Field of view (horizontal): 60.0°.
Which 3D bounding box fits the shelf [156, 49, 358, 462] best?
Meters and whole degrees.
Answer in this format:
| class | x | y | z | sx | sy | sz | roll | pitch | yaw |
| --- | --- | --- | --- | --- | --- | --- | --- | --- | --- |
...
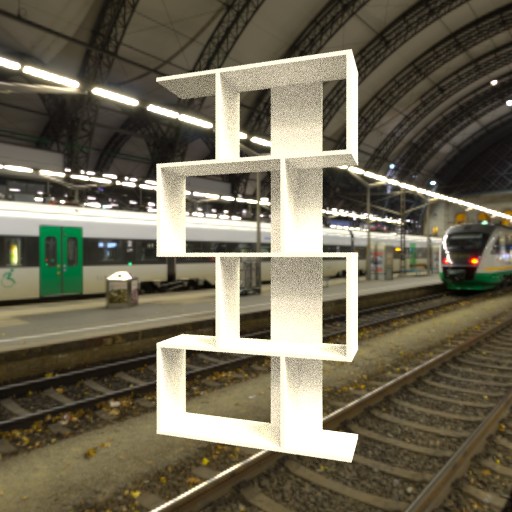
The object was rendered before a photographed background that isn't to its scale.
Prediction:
| class | x | y | z | sx | sy | sz | roll | pitch | yaw |
| --- | --- | --- | --- | --- | --- | --- | --- | --- | --- |
| shelf | 0.000 | 0.000 | 2.031 | 0.890 | 1.650 | 0.250 | 0 | 0 | 19 |
